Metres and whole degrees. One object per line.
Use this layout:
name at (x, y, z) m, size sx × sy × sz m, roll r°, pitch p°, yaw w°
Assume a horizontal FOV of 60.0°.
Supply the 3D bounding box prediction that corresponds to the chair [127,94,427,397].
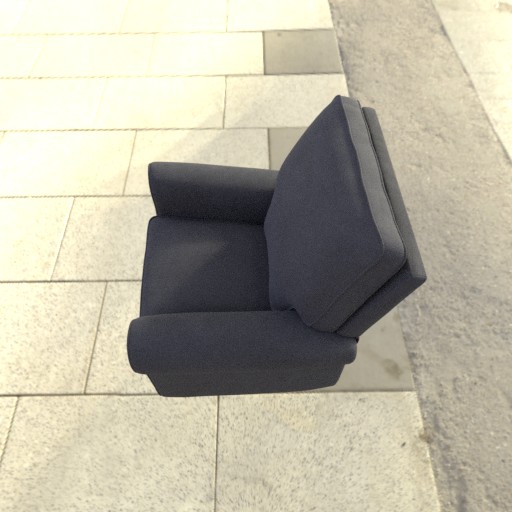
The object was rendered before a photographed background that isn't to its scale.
chair at (0.000, 0.000, 1.672) m, size 0.878 × 0.961 × 0.890 m, roll -2°, pitch 56°, yaw -2°
